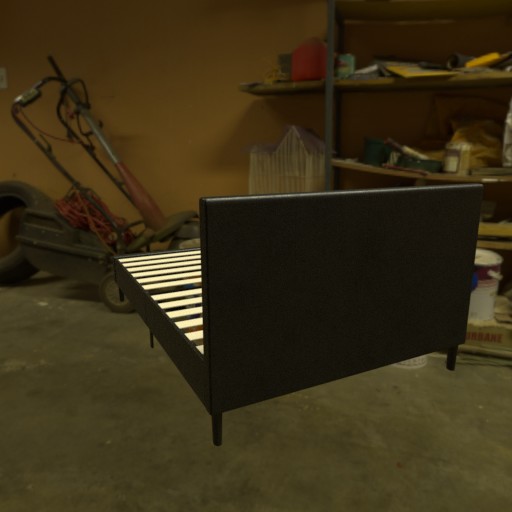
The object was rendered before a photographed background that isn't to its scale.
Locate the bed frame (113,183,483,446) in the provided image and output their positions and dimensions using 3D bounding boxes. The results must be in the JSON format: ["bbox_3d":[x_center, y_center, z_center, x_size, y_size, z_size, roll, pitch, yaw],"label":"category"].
[{"bbox_3d":[0.000,0.000,3.202,1.634,1.127,2.318,-7,15,-26],"label":"bed frame"}]
